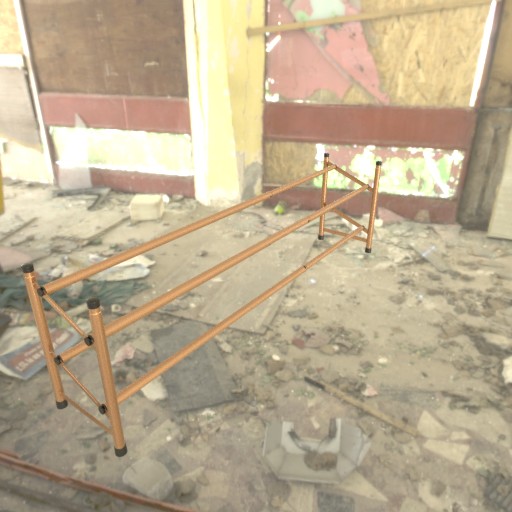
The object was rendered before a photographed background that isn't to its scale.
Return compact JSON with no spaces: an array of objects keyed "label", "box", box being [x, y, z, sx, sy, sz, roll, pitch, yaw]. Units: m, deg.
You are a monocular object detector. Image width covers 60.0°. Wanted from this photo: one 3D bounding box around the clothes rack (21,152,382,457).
[{"label":"clothes rack","box":[0.000,0.000,1.256,0.229,0.349,1.168,18,31,33]}]
